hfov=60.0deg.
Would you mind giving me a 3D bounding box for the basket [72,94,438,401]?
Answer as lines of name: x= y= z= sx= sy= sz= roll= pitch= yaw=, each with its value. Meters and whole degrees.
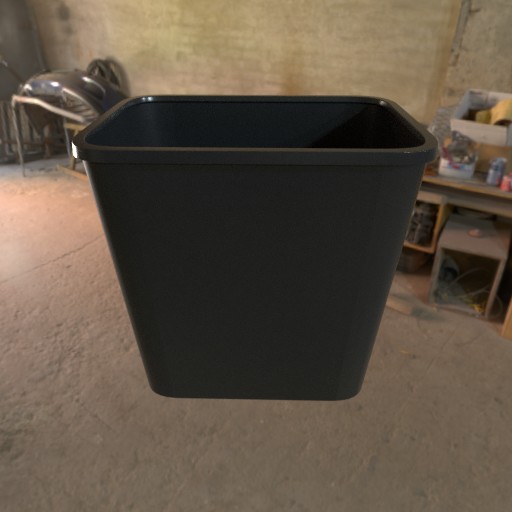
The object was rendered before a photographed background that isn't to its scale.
basket: x=0.000 y=0.000 z=0.499 sx=0.300 sy=0.307 sz=0.211 roll=1 pitch=31 yaw=1
